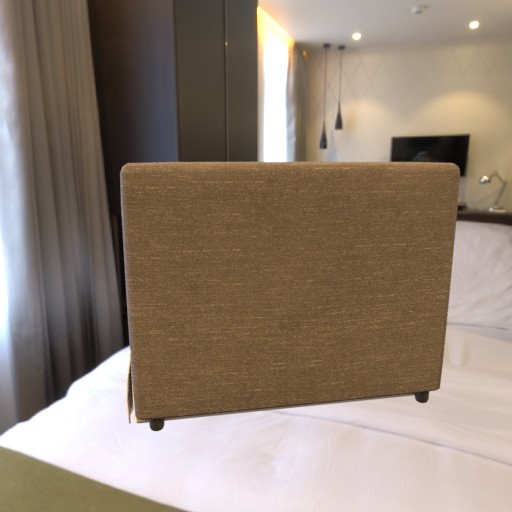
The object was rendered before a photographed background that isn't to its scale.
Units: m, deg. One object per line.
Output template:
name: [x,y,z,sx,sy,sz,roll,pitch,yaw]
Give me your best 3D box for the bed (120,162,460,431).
bed: [0.000,0.000,3.202,1.723,1.330,2.142,-2,12,-10]
